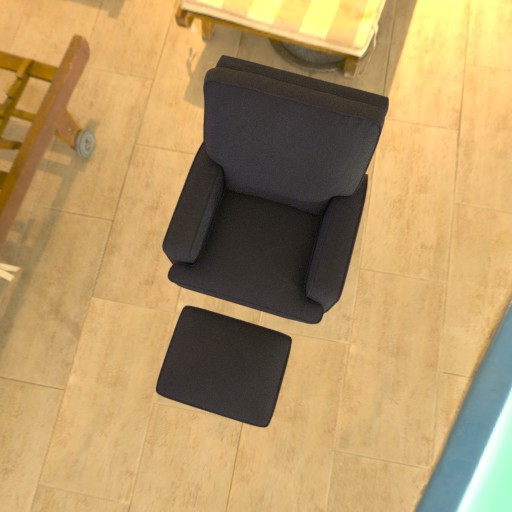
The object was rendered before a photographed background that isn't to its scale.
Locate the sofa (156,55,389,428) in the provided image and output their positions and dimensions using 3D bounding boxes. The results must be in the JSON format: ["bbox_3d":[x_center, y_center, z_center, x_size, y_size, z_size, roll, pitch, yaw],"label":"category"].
[{"bbox_3d":[0.000,0.000,2.062,0.861,0.959,1.472,16,76,4],"label":"sofa"}]
